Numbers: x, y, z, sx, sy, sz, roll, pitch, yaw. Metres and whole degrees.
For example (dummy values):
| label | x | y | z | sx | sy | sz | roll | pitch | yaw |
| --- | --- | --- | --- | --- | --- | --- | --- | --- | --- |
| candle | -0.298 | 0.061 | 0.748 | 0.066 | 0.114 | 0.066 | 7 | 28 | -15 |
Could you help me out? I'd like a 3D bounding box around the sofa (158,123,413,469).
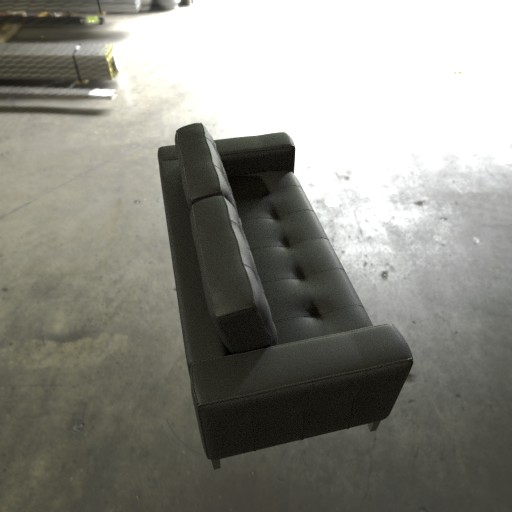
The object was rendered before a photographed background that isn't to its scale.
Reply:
| label | x | y | z | sx | sy | sz | roll | pitch | yaw |
| --- | --- | --- | --- | --- | --- | --- | --- | --- | --- |
| sofa | 0.000 | 0.000 | 2.267 | 0.833 | 0.893 | 1.726 | -9 | 46 | -9 |
